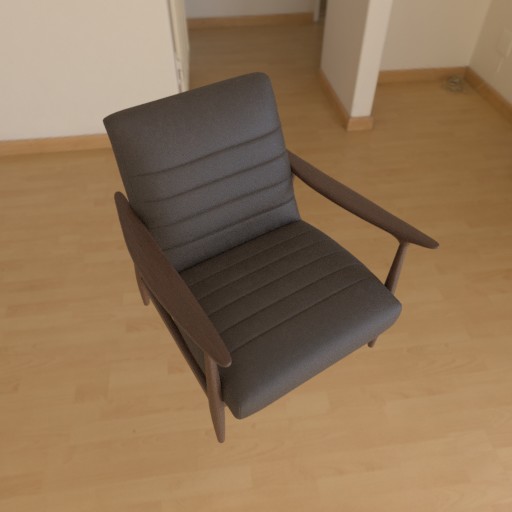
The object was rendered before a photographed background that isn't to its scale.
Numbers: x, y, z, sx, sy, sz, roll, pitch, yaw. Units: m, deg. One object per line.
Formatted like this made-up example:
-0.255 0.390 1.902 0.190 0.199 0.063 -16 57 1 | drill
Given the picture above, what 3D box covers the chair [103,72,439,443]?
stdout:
0.000 0.000 1.439 0.741 0.831 0.798 -25 51 -23 | chair
